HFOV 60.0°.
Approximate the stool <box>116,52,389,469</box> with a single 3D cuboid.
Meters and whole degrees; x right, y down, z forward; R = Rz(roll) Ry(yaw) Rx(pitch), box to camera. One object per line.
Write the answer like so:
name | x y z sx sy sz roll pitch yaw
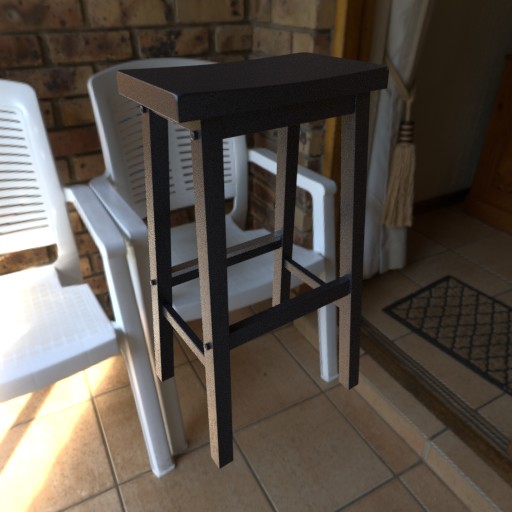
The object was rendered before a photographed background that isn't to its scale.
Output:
stool | 0.000 0.000 0.939 0.406 0.742 0.322 -20 37 -29
